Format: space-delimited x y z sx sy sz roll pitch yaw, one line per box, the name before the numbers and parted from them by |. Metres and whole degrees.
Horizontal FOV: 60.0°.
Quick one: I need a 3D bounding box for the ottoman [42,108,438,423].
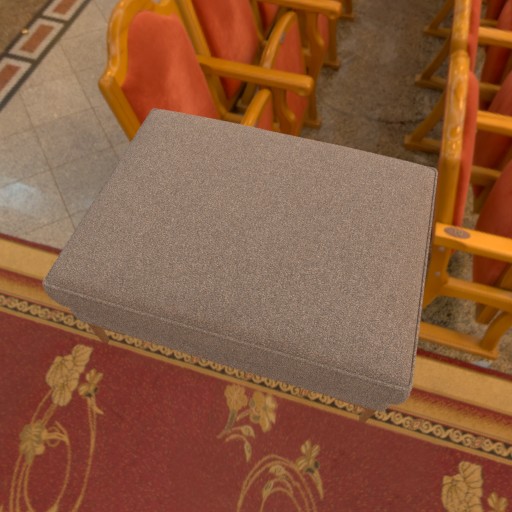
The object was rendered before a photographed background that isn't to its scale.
ottoman | 0.000 0.000 1.142 0.785 0.464 0.583 15 59 9
